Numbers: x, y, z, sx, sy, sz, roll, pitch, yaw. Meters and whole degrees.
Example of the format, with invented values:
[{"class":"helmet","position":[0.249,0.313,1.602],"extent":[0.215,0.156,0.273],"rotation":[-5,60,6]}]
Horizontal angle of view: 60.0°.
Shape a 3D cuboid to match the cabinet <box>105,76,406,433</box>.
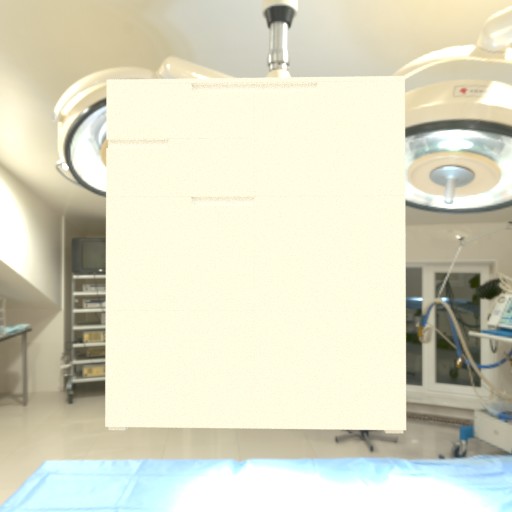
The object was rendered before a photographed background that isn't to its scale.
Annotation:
[{"class":"cabinet","position":[0.000,0.000,1.678],"extent":[1.000,1.190,0.400],"rotation":[0,-1,2]}]
